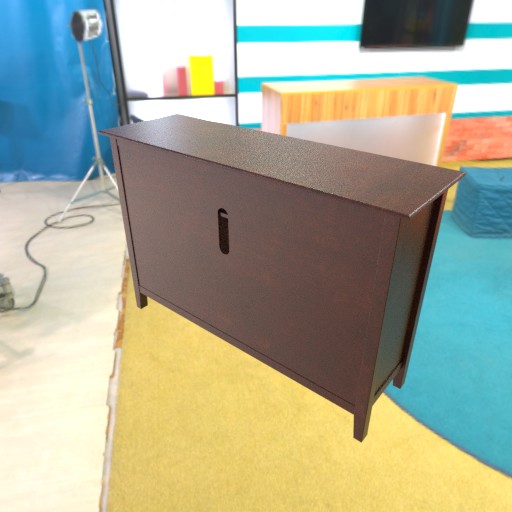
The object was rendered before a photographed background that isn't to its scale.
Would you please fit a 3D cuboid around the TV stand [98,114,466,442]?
[{"bbox_3d":[0.000,0.000,1.864,1.372,0.915,0.445,22,36,34],"label":"TV stand"}]
